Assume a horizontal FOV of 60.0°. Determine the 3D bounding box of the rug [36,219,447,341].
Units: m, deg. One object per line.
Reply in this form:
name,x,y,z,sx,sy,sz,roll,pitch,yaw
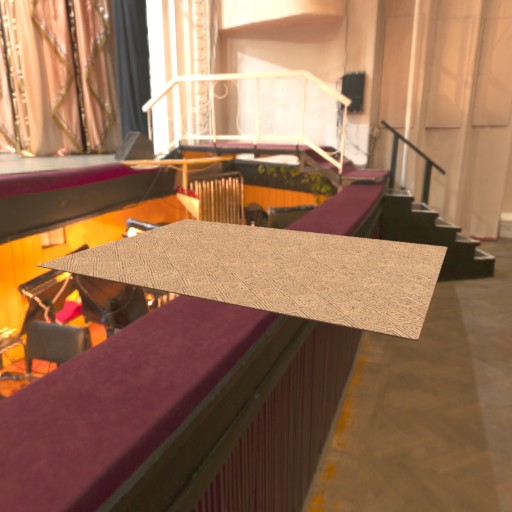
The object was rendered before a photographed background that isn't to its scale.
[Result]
rug,0.000,0.000,2.934,2.238,0.008,1.593,8,18,25
